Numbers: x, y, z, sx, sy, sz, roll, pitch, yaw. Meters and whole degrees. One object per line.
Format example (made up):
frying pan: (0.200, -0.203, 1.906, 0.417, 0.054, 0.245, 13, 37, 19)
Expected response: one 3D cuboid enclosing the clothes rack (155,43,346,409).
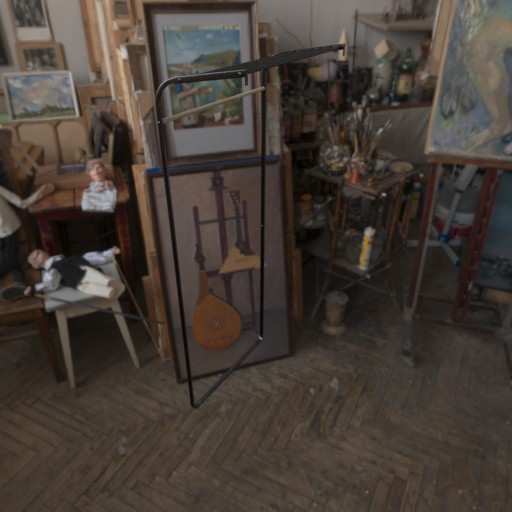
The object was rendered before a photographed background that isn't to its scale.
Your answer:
clothes rack: (0.000, 0.000, 1.849, 0.349, 1.574, 0.609, 20, 38, 28)
